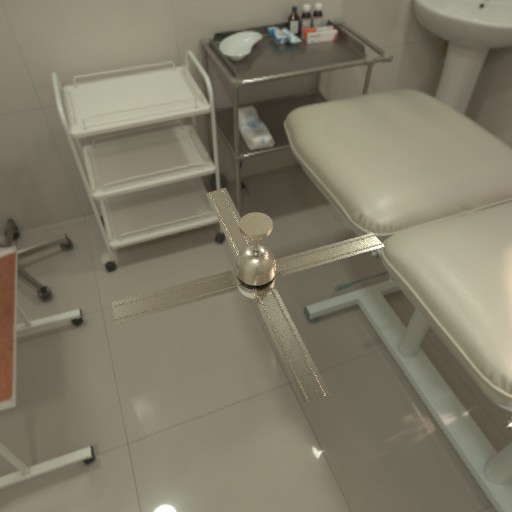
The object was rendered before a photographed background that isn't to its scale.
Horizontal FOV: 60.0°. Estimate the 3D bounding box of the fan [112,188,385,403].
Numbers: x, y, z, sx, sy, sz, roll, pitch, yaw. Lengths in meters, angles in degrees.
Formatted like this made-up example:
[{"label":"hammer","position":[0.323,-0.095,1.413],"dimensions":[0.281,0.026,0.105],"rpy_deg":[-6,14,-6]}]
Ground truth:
[{"label":"fan","position":[0.000,0.000,2.032],"dimensions":[1.346,0.406,1.346],"rpy_deg":[-16,49,-15]}]
